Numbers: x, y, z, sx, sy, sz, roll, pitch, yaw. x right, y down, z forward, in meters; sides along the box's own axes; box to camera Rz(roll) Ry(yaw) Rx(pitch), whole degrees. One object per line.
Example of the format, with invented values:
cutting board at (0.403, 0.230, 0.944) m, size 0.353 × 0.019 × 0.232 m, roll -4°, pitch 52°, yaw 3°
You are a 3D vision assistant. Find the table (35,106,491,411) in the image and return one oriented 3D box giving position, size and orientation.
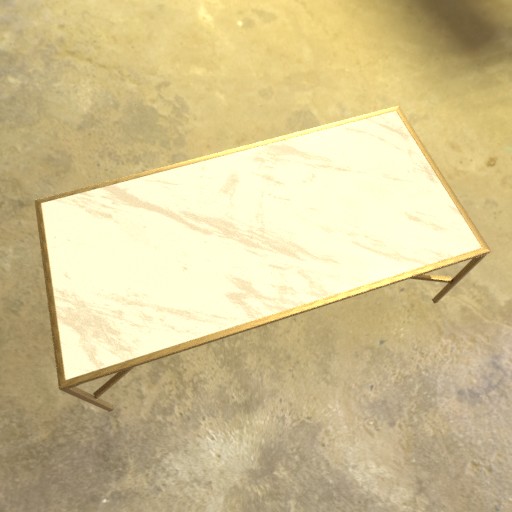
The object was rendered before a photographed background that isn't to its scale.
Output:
table at (0.000, 0.000, 1.458) m, size 1.197 × 0.405 × 0.577 m, roll -17°, pitch 65°, yaw -8°
